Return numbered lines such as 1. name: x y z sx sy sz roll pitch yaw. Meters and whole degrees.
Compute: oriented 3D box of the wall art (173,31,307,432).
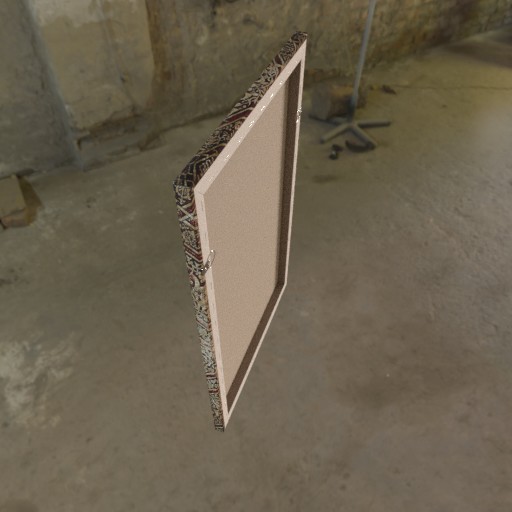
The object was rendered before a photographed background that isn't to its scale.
1. wall art: 0.000 0.000 1.155 0.030 0.904 0.599 16 49 14
